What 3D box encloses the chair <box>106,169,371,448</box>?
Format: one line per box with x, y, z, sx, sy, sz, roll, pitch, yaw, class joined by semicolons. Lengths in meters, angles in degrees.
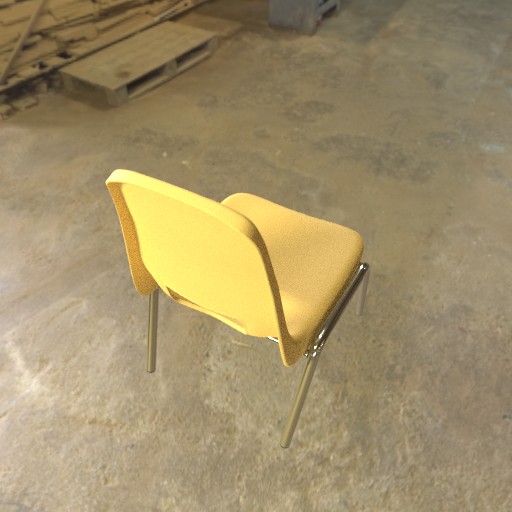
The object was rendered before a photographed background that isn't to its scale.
0.000;0.000;0.776;0.354;0.536;0.385;22;49;20;chair
